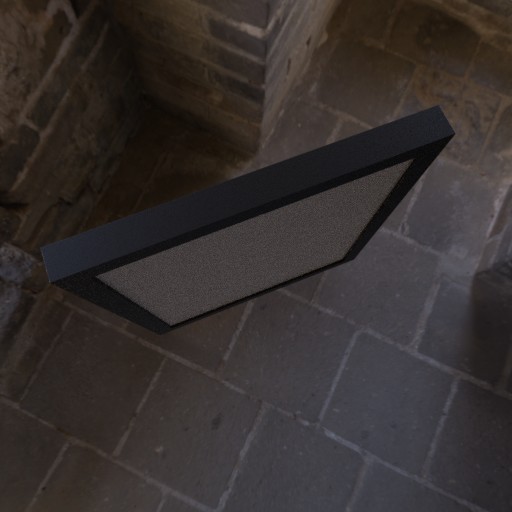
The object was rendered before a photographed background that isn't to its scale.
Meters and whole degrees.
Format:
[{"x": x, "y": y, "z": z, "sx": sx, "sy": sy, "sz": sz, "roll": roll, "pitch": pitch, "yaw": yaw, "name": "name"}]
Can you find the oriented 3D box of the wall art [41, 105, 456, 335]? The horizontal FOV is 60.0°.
[{"x": 0.000, "y": 0.000, "z": 0.523, "sx": 0.330, "sy": 0.381, "sz": 0.029, "roll": -21, "pitch": 75, "yaw": -6, "name": "wall art"}]
